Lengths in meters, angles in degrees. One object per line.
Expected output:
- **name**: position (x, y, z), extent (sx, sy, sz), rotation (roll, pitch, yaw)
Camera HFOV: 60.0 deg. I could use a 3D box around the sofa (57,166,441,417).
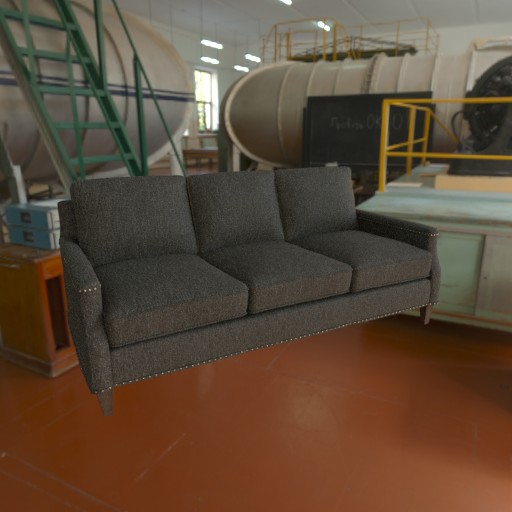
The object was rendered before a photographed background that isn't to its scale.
- **sofa**: position (0.000, 0.000, 2.812), extent (2.246, 1.003, 1.084), rotation (-9, 18, -27)
